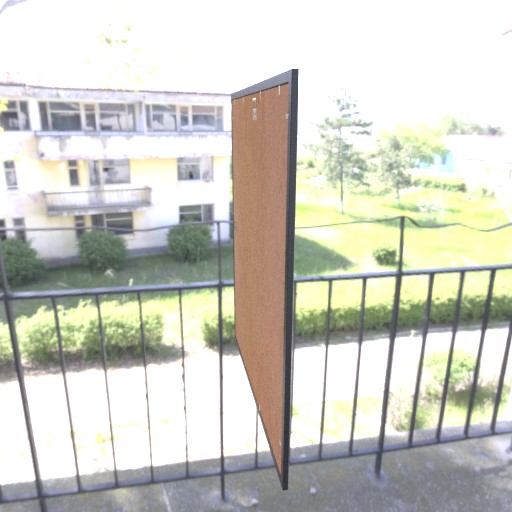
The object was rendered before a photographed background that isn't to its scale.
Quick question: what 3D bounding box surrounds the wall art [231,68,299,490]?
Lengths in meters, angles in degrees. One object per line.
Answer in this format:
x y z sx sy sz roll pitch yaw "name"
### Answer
0.000 0.000 0.915 0.018 0.660 0.559 -3 17 -10 "wall art"
